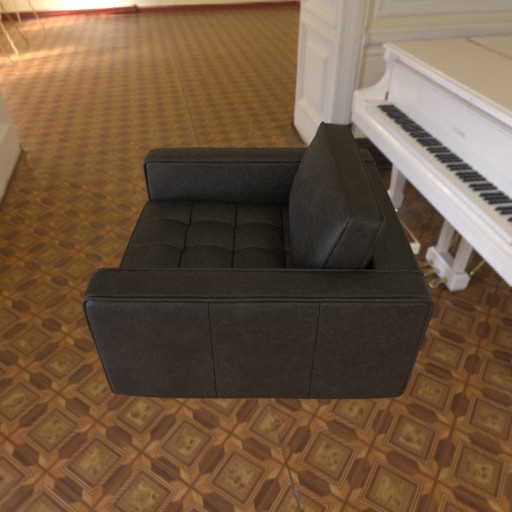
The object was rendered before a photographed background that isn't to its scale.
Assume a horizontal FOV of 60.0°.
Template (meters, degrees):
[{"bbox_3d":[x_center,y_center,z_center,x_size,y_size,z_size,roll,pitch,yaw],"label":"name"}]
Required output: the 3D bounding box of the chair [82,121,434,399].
[{"bbox_3d":[0.000,0.000,1.564,0.914,0.763,0.889,0,39,0],"label":"chair"}]
